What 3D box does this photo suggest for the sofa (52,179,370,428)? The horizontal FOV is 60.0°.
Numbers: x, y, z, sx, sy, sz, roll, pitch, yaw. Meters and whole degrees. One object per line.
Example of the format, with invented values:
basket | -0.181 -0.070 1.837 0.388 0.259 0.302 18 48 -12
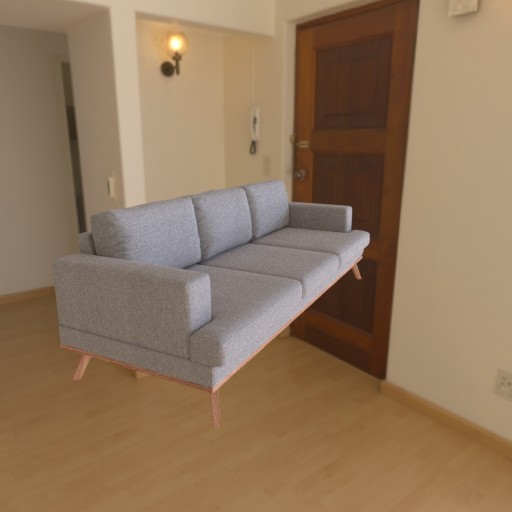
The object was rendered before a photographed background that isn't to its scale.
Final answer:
sofa | 0.000 0.000 2.828 0.920 0.810 2.310 7 16 26
